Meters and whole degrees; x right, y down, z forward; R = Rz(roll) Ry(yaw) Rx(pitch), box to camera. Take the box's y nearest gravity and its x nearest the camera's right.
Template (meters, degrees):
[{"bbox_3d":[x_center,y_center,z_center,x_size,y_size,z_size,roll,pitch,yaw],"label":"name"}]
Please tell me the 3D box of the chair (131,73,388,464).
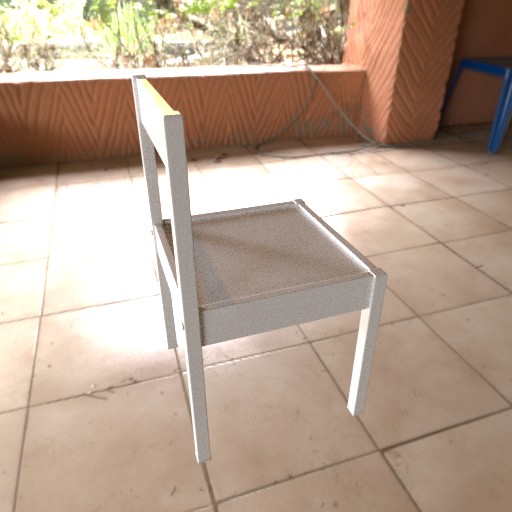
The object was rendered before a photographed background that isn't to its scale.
[{"bbox_3d":[0.000,0.000,0.688,0.285,0.505,0.285,-10,32,-17],"label":"chair"}]
